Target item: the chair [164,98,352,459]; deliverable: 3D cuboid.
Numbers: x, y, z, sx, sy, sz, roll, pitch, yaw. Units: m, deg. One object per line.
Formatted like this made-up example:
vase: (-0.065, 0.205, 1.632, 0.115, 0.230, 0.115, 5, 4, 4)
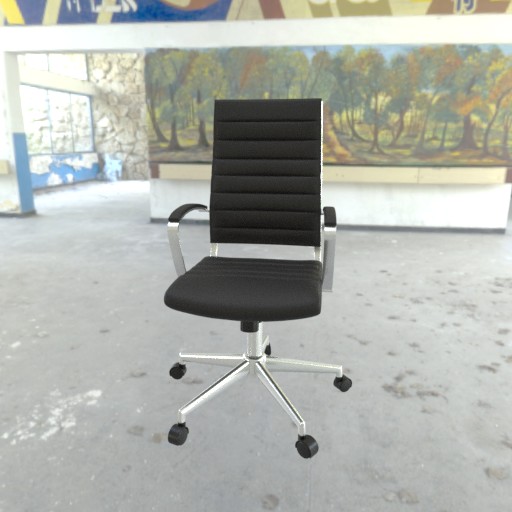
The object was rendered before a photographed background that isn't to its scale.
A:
chair: (0.000, 0.000, 1.640, 0.766, 1.149, 0.739, 2, 15, 8)
